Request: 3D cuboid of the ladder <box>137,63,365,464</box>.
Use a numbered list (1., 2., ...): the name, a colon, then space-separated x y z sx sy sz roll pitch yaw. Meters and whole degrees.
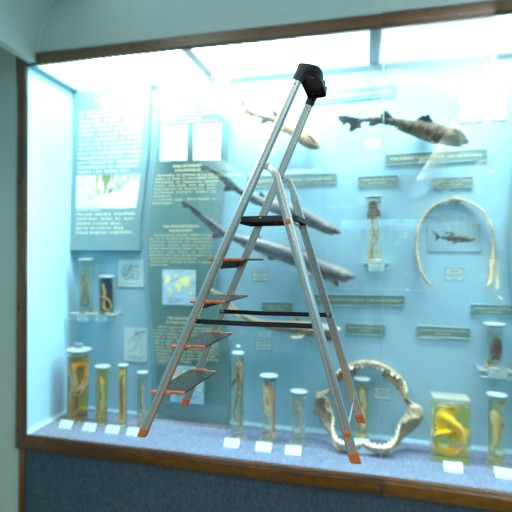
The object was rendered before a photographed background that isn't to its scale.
1. ladder: 0.000 0.000 2.113 0.995 1.646 0.480 0 0 16
